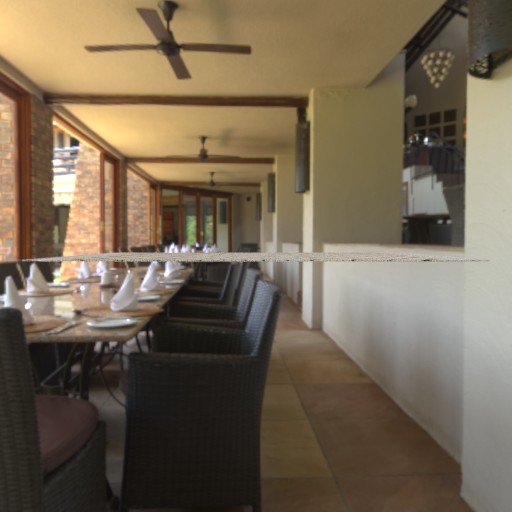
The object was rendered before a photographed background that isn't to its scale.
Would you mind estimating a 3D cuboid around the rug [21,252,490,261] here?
[{"bbox_3d":[0.000,0.000,2.488,2.006,0.008,1.196,0,2,0],"label":"rug"}]
